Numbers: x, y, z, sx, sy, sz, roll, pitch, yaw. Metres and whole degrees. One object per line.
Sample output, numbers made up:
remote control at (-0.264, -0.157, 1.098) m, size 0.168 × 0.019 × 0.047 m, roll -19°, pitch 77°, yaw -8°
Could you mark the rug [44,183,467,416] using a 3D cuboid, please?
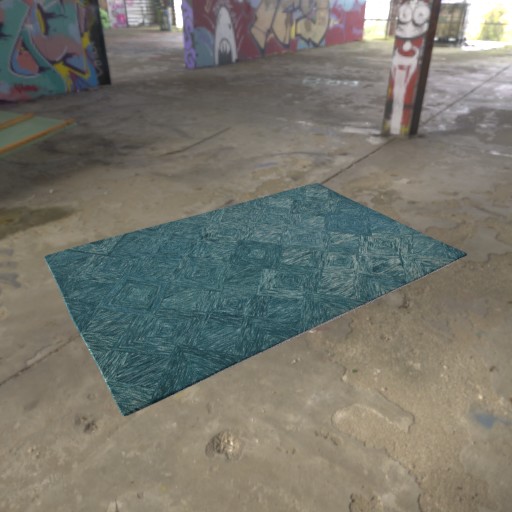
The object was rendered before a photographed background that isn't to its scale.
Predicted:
rug at (0.000, 0.000, 2.145) m, size 1.728 × 0.017 × 1.136 m, roll -19°, pitch 36°, yaw -28°
